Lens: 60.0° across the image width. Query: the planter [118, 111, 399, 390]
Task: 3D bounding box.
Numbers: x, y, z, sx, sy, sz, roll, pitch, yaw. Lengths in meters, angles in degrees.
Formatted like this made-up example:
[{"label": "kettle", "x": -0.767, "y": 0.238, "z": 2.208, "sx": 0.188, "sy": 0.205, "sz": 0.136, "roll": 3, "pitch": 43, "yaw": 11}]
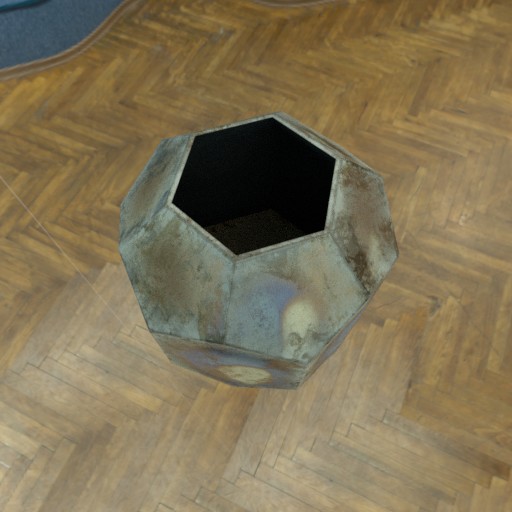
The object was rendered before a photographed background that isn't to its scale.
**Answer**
[{"label": "planter", "x": 0.000, "y": 0.000, "z": 0.424, "sx": 0.221, "sy": 0.238, "sz": 0.243, "roll": -16, "pitch": 64, "yaw": -8}]
